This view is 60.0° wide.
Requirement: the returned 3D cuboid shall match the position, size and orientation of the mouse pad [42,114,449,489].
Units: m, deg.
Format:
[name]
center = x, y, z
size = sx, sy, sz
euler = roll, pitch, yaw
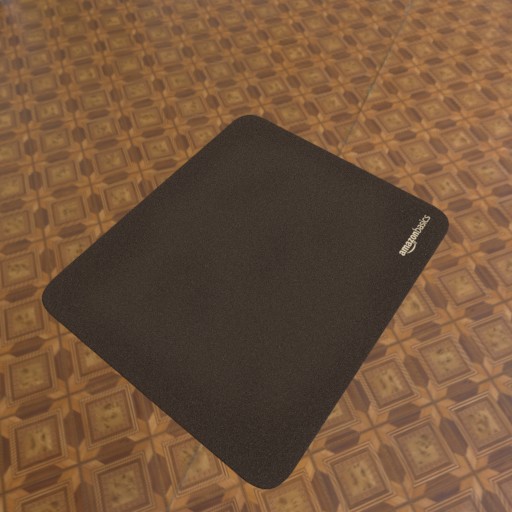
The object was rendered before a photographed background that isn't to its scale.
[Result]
[mouse pad]
center = 0.000, 0.000, 0.333
size = 0.211, 0.002, 0.249
euler = 33, 64, 19
